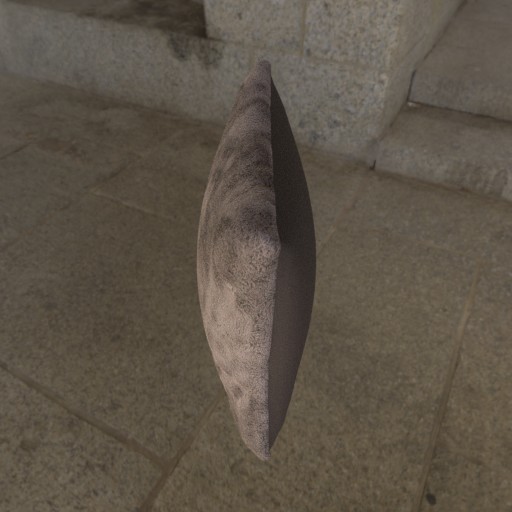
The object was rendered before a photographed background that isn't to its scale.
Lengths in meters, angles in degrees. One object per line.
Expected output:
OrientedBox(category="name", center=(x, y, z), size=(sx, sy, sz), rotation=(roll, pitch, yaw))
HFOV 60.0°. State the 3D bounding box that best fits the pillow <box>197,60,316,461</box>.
OrientedBox(category="pillow", center=(0.000, 0.000, 0.799), size=(0.204, 0.520, 0.522), rotation=(0, 42, 0))
